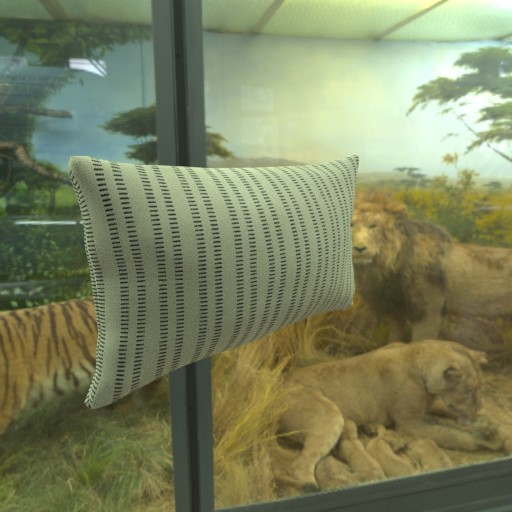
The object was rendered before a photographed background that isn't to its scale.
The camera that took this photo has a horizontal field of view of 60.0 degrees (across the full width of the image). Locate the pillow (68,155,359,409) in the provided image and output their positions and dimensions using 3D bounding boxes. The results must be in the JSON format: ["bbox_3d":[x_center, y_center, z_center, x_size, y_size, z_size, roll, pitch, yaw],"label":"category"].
[{"bbox_3d":[0.000,0.000,0.795,0.640,0.353,0.210,-12,18,-42],"label":"pillow"}]
